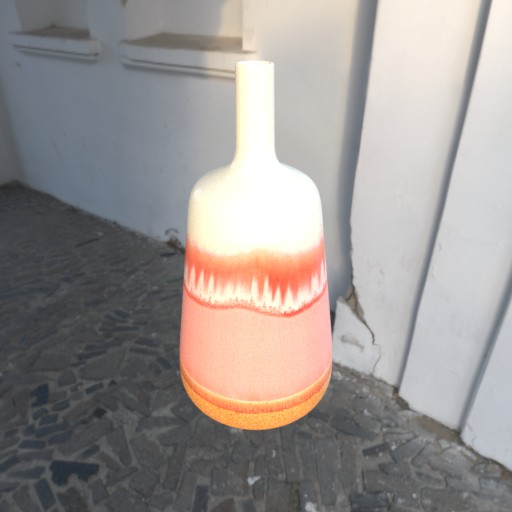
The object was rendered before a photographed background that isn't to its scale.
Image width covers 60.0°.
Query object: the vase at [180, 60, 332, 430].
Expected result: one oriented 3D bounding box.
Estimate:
[{"bbox_3d":[0.000,0.000,0.369,0.144,0.296,0.144,0,30,0],"label":"vase"}]
